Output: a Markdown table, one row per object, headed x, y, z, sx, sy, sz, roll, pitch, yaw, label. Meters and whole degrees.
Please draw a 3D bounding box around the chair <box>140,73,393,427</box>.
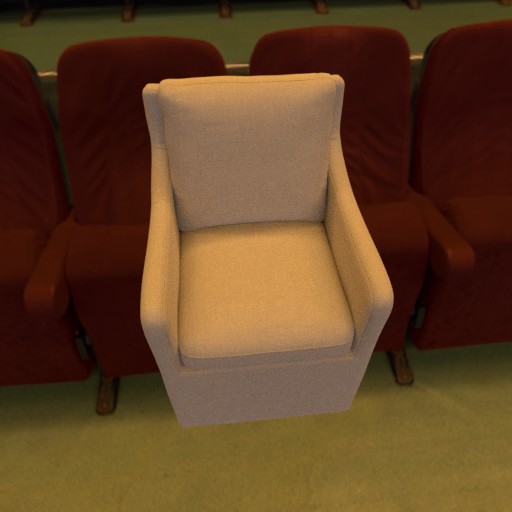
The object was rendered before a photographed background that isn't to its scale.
| x | y | z | sx | sy | sz | roll | pitch | yaw | label |
| --- | --- | --- | --- | --- | --- | --- | --- | --- | --- |
| 0.000 | 0.000 | 1.365 | 0.626 | 0.914 | 0.694 | -4 | 47 | -4 | chair |
